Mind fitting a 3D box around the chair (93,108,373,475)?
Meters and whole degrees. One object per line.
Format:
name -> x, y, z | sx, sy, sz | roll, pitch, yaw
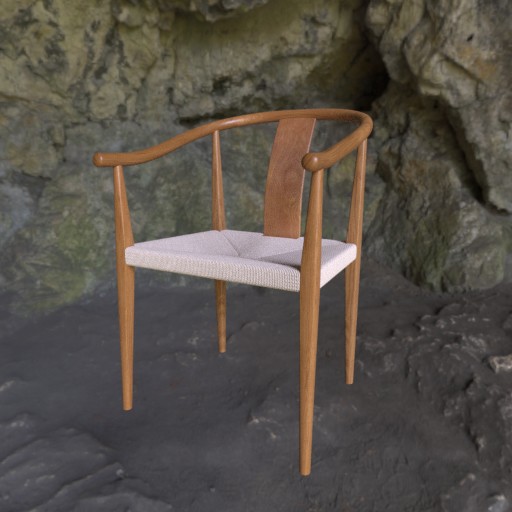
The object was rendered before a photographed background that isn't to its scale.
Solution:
chair -> 0.000, 0.000, 1.200 | 0.556, 0.800, 0.579 | 7, 15, 28
